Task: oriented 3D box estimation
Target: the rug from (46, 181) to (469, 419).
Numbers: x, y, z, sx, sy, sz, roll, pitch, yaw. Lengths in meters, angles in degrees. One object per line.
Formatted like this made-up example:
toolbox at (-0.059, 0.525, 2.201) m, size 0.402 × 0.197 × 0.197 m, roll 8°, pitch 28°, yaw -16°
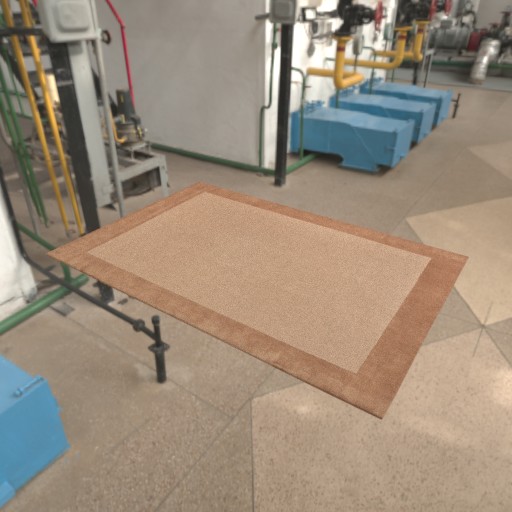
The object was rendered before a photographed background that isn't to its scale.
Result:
rug at (0.000, 0.000, 2.303) m, size 1.829 × 0.014 × 1.219 m, roll 20°, pitch 36°, yaw 29°
